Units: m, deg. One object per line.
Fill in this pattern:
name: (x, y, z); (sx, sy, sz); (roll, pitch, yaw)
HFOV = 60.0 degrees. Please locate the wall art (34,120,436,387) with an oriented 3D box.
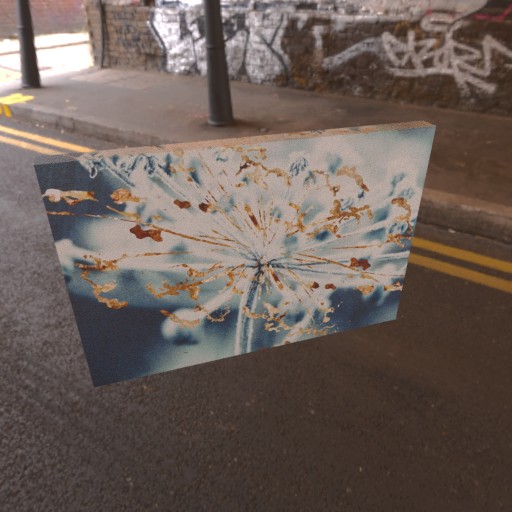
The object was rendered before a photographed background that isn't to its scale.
wall art: (0.000, 0.000, 0.765); (0.607, 0.405, 0.036); (-10, 33, -15)
